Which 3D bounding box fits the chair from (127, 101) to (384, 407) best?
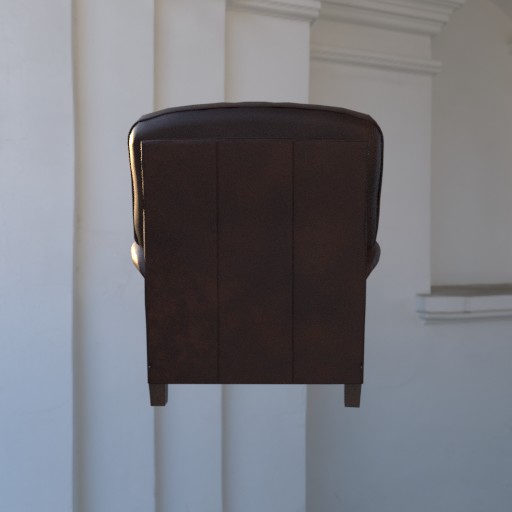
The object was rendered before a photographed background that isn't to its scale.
[{"bbox_3d":[0.000,0.000,1.799,0.936,1.018,0.986,0,0,0],"label":"chair"}]
